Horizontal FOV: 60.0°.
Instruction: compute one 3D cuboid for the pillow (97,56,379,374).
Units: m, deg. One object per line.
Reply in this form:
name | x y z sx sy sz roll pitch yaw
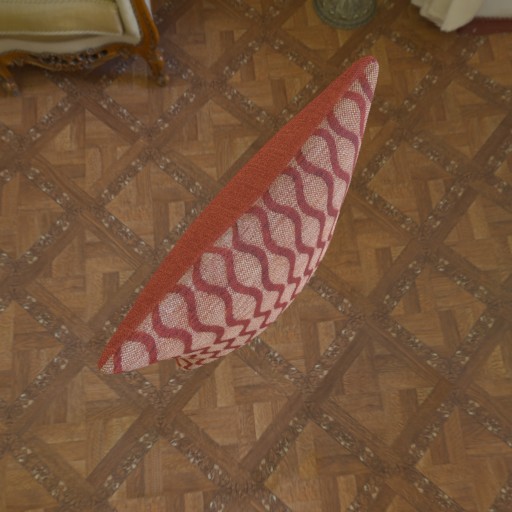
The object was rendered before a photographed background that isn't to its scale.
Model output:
pillow | 0.000 0.000 0.644 0.159 0.434 0.429 37 78 9
